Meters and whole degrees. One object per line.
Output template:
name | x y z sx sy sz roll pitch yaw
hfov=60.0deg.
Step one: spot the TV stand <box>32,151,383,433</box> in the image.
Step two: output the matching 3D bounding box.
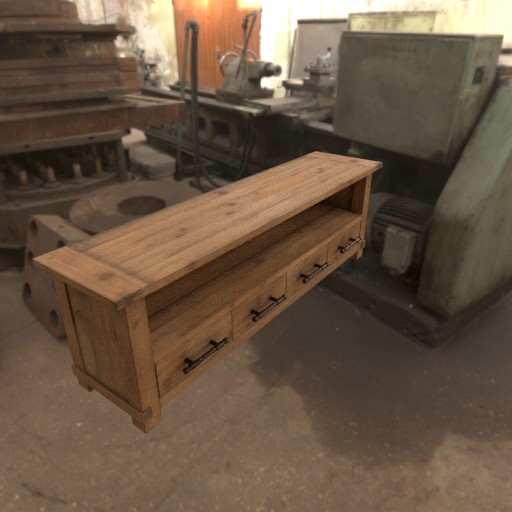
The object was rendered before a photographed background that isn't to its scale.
TV stand | 0.000 0.000 2.080 0.453 0.573 1.804 19 32 33
